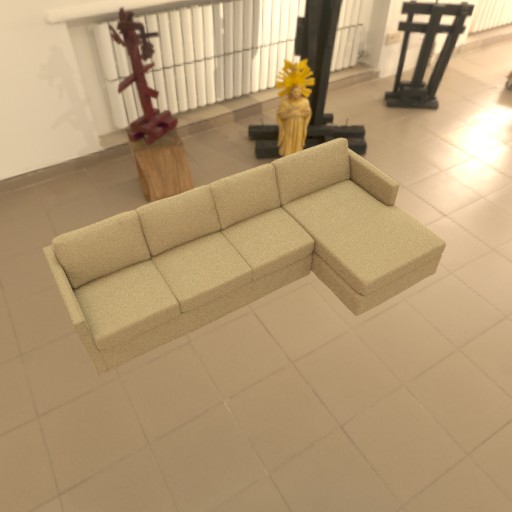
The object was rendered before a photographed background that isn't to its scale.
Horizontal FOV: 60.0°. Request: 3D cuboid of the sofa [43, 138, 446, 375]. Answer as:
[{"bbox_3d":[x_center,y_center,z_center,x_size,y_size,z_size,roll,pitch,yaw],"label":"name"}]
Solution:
[{"bbox_3d":[0.000,0.000,3.950,3.177,0.867,1.622,-24,50,-22],"label":"sofa"}]
